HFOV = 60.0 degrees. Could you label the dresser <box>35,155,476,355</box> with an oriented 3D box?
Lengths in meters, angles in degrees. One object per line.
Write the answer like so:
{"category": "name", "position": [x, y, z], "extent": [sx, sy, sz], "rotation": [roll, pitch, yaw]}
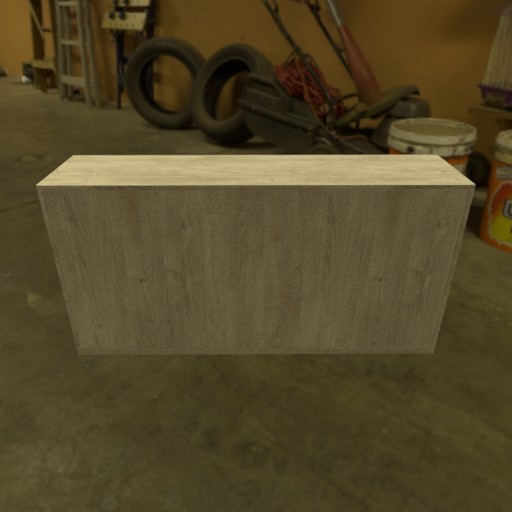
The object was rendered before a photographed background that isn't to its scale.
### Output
{"category": "dresser", "position": [0.000, 0.000, 1.956], "extent": [1.590, 0.795, 0.390], "rotation": [0, 29, -1]}
